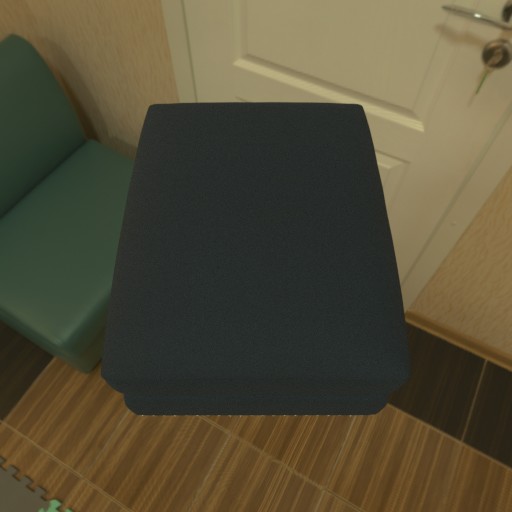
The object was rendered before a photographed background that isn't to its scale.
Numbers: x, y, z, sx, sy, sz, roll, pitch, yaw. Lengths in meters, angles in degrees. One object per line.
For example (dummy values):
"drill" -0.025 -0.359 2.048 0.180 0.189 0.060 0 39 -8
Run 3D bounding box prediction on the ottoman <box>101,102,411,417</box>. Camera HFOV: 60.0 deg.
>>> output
"ottoman" 0.000 0.000 1.134 0.584 0.513 0.741 0 59 0
